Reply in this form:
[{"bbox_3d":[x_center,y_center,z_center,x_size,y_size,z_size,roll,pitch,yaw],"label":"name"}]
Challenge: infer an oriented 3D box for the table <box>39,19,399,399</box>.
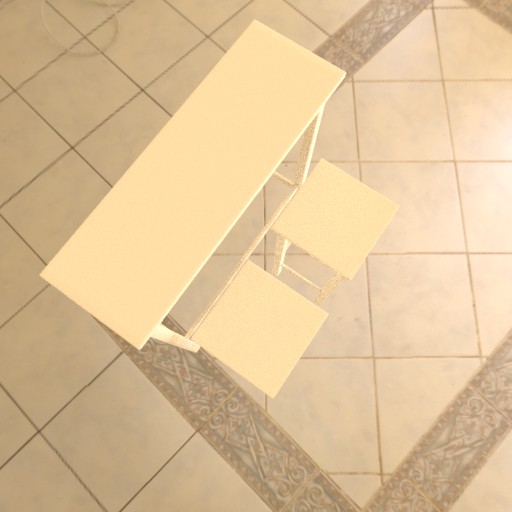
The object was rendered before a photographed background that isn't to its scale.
[{"bbox_3d":[0.000,0.000,1.639,0.650,1.065,0.915,34,78,8],"label":"table"}]
